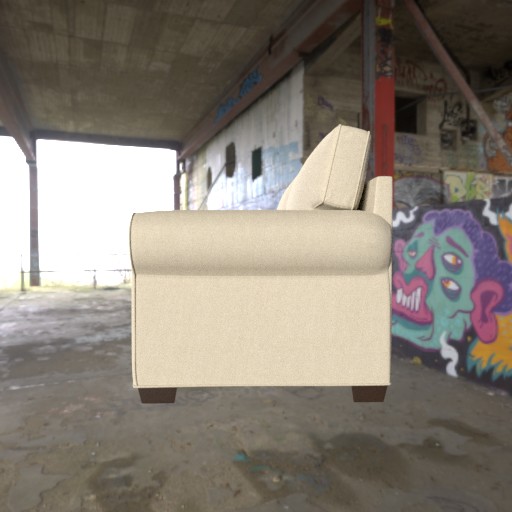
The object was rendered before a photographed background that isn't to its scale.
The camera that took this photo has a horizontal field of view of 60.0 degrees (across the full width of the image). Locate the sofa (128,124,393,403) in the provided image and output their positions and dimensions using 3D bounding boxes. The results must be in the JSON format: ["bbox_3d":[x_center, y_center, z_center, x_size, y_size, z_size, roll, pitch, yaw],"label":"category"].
[{"bbox_3d":[0.000,0.000,2.241,0.861,0.933,1.774,0,1,-1],"label":"sofa"}]
